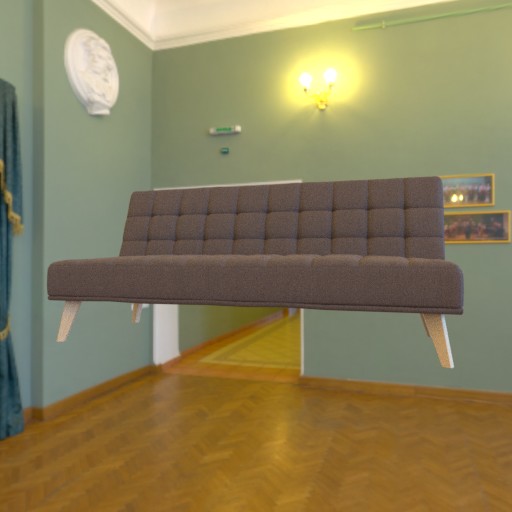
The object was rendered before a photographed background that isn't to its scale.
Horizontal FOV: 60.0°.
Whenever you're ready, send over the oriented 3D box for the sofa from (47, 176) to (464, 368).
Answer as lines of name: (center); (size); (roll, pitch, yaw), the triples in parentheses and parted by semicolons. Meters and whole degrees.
sofa: (0.000, 0.000, 2.210); (1.800, 0.810, 0.860); (0, 0, 17)
